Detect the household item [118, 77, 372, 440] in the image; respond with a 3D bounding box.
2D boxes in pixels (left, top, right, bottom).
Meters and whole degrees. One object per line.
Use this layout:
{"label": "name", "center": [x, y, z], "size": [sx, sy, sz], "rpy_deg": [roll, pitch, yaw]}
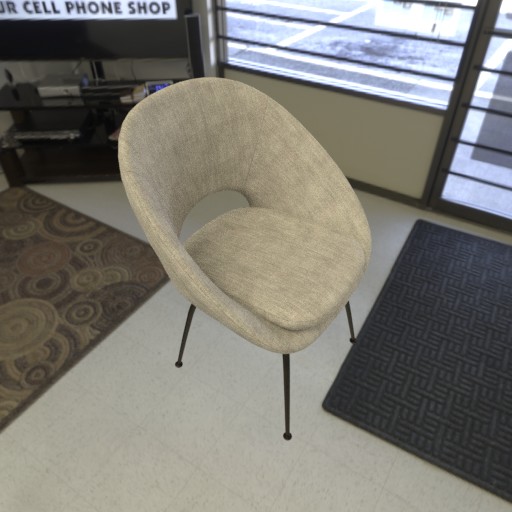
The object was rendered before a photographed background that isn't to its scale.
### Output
{"label": "household item", "center": [0.000, 0.000, 1.288], "size": [0.587, 0.869, 0.643], "rpy_deg": [25, 47, 26]}
